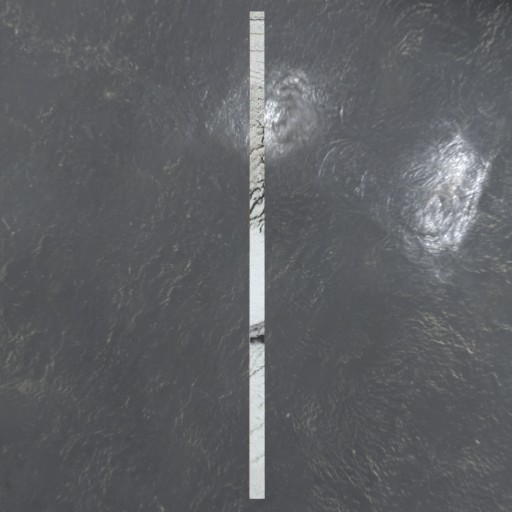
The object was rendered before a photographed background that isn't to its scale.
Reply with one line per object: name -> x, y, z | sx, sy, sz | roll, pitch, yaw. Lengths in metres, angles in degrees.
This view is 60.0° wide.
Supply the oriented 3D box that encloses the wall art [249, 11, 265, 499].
wall art -> 0.000, 0.000, 1.416 | 0.035, 0.758, 1.141 | 0, 88, 0
